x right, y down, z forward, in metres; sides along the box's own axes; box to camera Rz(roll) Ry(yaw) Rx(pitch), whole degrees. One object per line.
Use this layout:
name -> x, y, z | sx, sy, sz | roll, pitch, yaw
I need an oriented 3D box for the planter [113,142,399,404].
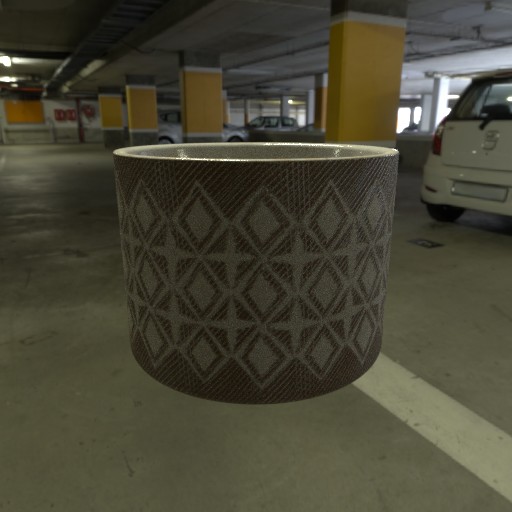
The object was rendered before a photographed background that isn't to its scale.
planter -> 0.000, 0.000, 0.220 | 0.126, 0.104, 0.126 | 0, 17, 0
